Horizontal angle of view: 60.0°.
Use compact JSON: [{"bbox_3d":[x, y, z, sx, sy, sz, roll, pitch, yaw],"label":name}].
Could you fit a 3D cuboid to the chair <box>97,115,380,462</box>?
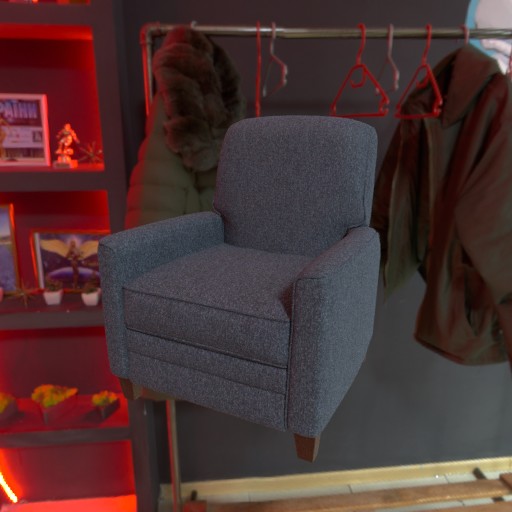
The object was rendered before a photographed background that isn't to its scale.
[{"bbox_3d":[0.000,0.000,1.665,0.839,1.016,0.850,8,19,25],"label":"chair"}]
